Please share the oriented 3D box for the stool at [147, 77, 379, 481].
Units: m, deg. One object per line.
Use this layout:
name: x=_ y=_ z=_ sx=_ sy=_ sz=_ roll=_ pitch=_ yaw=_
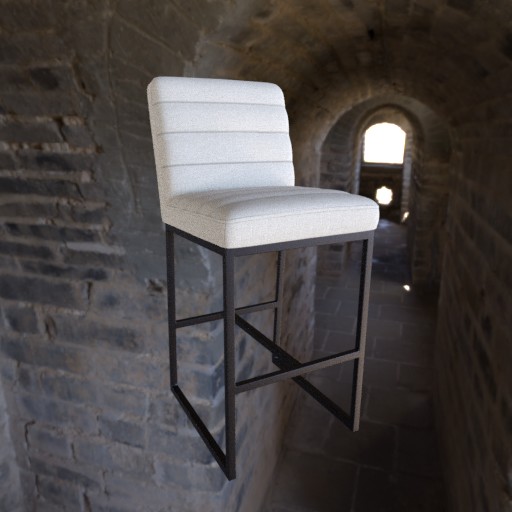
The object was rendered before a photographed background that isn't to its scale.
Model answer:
stool: x=0.000 y=0.000 z=1.335 sx=0.460 sy=1.040 sz=0.560 roll=-8 pitch=17 yaw=-27
